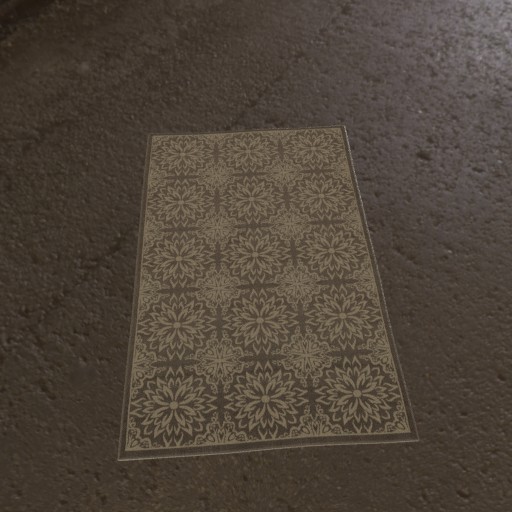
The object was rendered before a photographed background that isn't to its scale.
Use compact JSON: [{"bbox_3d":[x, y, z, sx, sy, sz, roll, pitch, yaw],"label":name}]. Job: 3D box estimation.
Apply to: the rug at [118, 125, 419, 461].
[{"bbox_3d":[0.000,0.000,3.375,1.819,0.018,2.746,-3,58,-2],"label":"rug"}]
